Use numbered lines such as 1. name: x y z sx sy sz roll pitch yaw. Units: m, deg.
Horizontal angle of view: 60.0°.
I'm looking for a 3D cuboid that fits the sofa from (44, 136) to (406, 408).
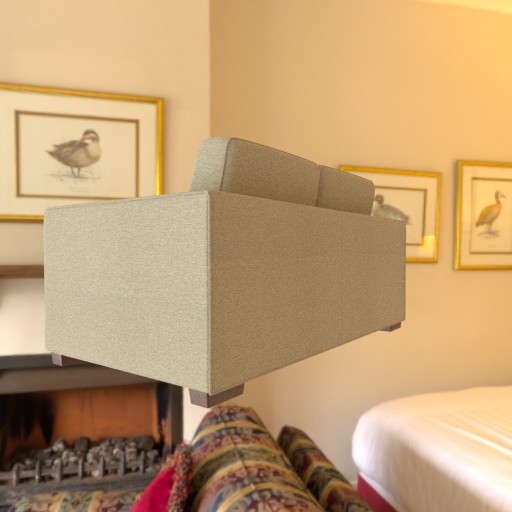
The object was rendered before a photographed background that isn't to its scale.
1. sofa: 0.000 0.000 2.362 1.007 0.924 1.812 1 1 37
